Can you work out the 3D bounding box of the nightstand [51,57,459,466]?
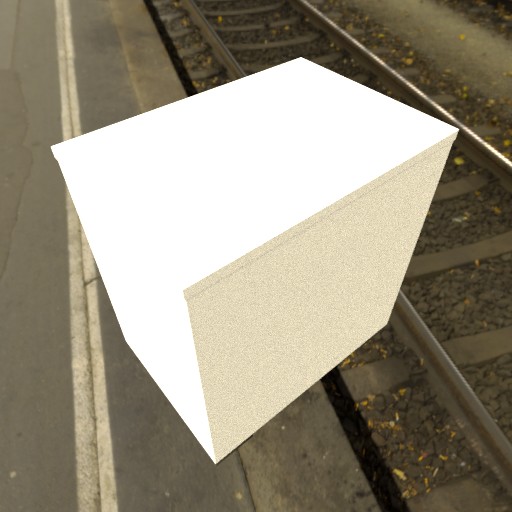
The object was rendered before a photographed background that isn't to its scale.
[{"bbox_3d":[0.000,0.000,0.753,0.441,0.460,0.325,-31,53,-26],"label":"nightstand"}]
